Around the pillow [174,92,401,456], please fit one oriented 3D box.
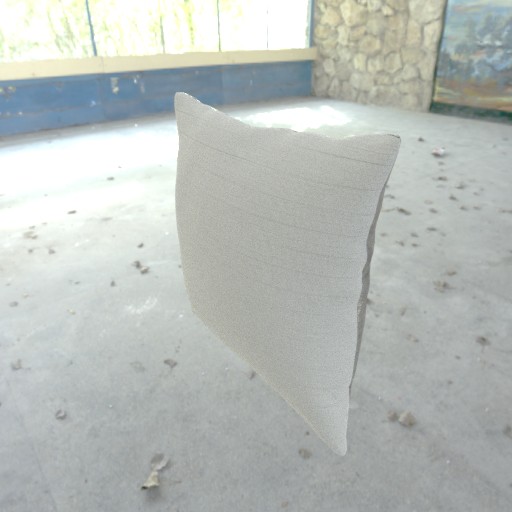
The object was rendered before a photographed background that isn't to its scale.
[{"bbox_3d":[0.000,0.000,0.717,0.175,0.464,0.470,-19,33,-32],"label":"pillow"}]
